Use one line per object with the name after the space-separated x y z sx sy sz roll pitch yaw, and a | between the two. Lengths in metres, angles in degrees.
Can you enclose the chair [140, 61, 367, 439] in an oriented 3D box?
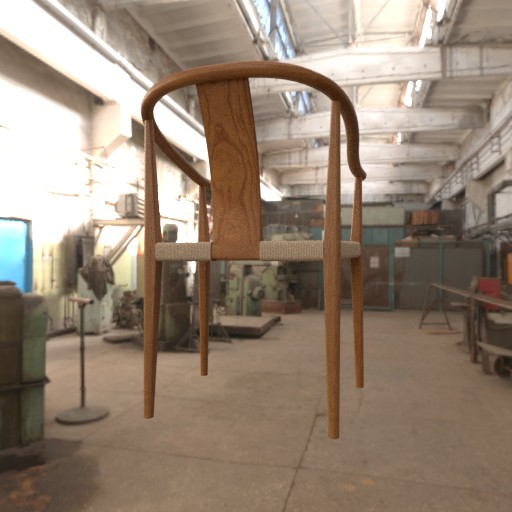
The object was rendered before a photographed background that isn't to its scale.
0.000 0.000 1.192 0.556 0.800 0.579 0 -1 16 | chair
